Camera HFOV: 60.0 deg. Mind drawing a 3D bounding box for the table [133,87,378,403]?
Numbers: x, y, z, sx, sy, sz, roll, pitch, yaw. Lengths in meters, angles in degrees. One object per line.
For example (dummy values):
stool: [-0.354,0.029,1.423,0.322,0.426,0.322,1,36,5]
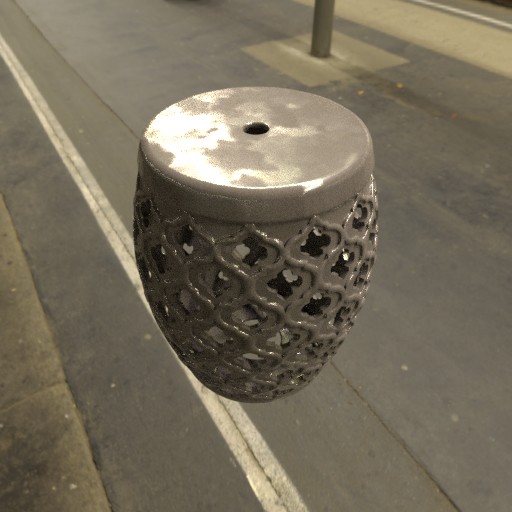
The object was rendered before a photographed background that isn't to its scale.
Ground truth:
table: [0.000,0.000,0.630,0.325,0.388,0.325,0,42,0]
